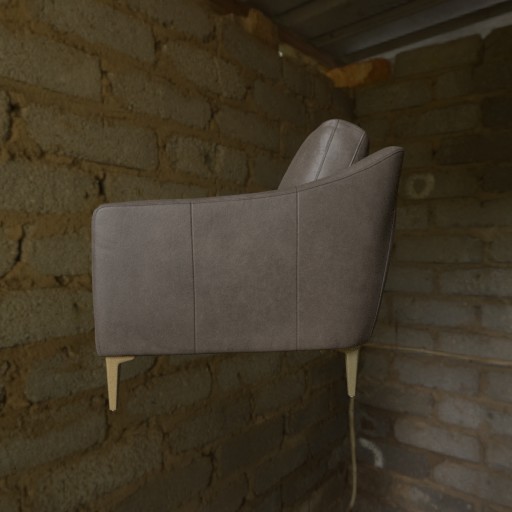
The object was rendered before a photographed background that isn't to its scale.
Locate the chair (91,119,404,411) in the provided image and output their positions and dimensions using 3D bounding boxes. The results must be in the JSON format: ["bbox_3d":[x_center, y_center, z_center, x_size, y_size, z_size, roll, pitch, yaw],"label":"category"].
[{"bbox_3d":[0.000,0.000,1.730,0.961,0.901,0.988,0,0,0],"label":"chair"}]
